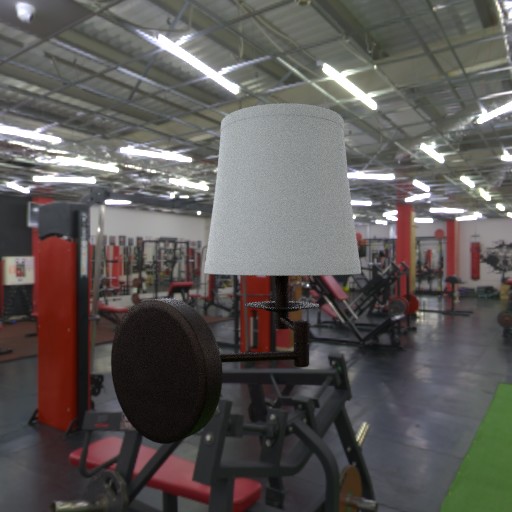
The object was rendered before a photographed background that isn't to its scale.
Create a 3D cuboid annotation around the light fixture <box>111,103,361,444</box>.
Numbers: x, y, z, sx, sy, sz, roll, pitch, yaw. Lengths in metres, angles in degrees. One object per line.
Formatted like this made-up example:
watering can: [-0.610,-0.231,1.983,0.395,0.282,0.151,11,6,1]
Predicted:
light fixture: [0.000,0.000,0.266,0.100,0.172,0.157,0,-1,37]
